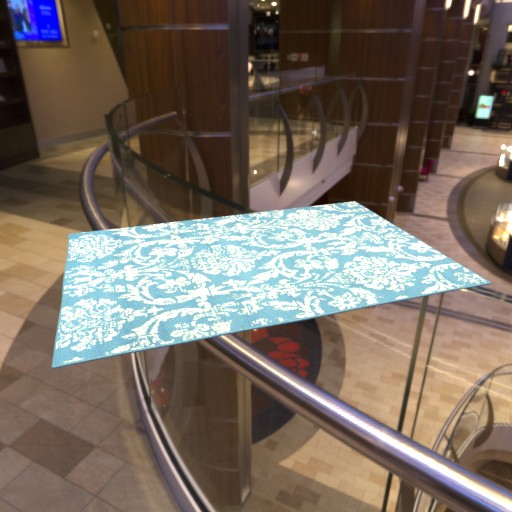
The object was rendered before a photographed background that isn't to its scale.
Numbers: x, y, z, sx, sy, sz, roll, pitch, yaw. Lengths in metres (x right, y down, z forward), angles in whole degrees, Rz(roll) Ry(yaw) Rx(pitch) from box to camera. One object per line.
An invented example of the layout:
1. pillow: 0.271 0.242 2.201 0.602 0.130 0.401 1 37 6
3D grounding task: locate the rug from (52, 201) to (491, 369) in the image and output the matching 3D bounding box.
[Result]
1. rug: 0.000 0.000 2.250 1.833 0.012 1.211 -8 27 -17
